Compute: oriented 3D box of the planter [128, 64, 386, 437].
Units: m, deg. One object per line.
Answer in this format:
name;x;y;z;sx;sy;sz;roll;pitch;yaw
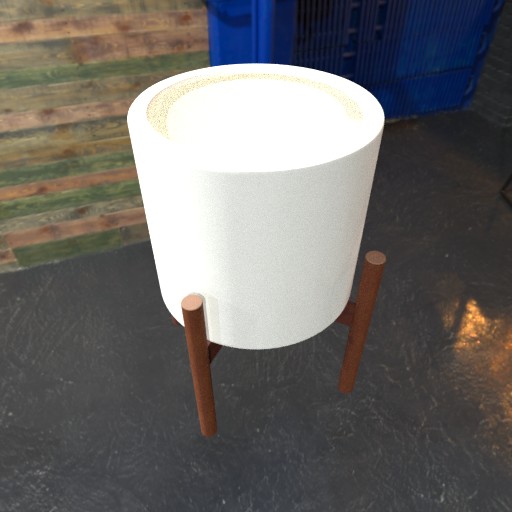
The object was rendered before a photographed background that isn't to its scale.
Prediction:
planter;0.000;0.000;0.510;0.224;0.358;0.224;-13;43;-14
